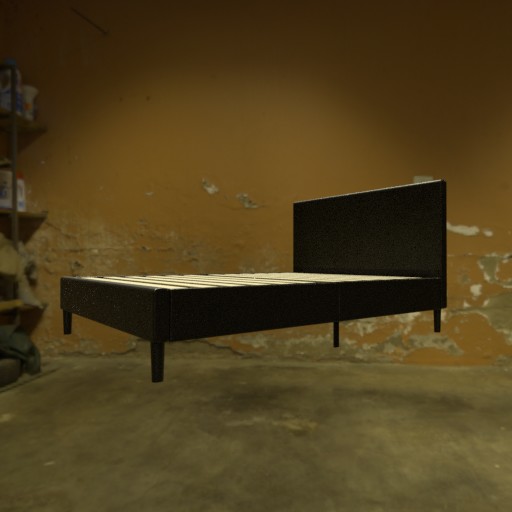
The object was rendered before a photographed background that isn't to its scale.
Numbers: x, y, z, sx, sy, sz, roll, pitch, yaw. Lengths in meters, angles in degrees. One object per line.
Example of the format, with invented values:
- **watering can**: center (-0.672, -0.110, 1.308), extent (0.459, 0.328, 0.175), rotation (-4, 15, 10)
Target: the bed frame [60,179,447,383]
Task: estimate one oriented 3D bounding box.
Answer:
- **bed frame**: center (0.000, 0.000, 3.246), extent (2.318, 1.127, 1.634), rotation (0, -1, -37)
